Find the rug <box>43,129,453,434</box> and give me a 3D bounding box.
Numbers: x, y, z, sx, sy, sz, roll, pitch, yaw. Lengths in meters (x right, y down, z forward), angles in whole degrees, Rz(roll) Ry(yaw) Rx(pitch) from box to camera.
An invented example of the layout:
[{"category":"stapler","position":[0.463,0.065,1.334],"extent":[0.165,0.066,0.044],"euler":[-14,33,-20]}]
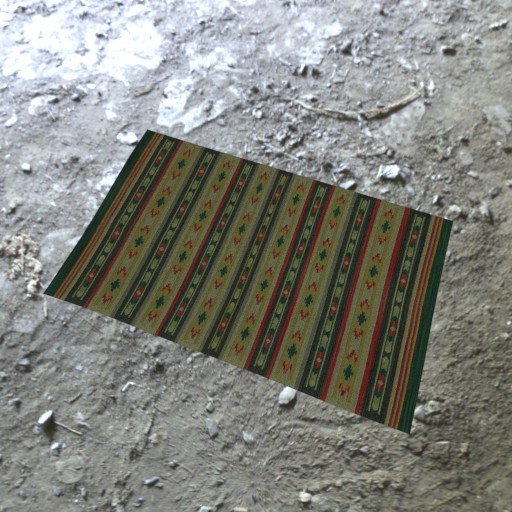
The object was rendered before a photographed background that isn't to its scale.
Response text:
[{"category":"rug","position":[0.000,0.000,3.044],"extent":[2.447,0.011,1.520],"euler":[19,65,9]}]
